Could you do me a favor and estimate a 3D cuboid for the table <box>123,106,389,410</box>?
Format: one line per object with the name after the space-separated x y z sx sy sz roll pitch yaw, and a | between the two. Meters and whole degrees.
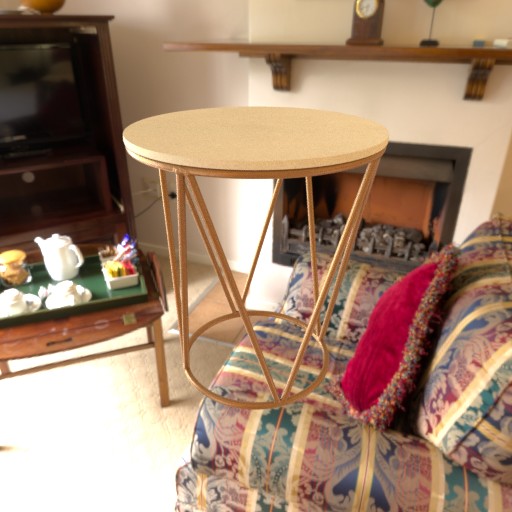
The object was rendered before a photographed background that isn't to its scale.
0.000 0.000 0.988 0.500 0.564 0.500 0 27 0 | table
